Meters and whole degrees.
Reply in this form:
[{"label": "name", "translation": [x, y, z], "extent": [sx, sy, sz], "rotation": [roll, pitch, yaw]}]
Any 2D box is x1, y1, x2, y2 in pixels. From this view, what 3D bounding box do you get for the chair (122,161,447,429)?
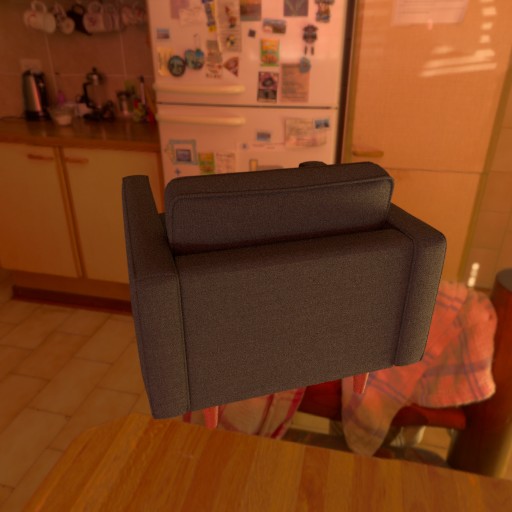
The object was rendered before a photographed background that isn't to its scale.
[{"label": "chair", "translation": [0.000, 0.000, 1.622], "extent": [0.899, 0.770, 0.919], "rotation": [-8, 28, -15]}]
